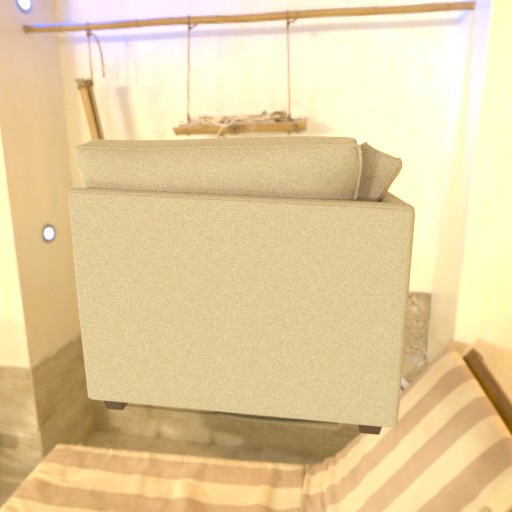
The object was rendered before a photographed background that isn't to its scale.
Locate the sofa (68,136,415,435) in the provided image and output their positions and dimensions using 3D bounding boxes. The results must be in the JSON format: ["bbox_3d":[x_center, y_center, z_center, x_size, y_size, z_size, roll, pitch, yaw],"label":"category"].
[{"bbox_3d":[0.000,0.000,1.842,1.042,0.937,1.050,2,13,9],"label":"sofa"}]
